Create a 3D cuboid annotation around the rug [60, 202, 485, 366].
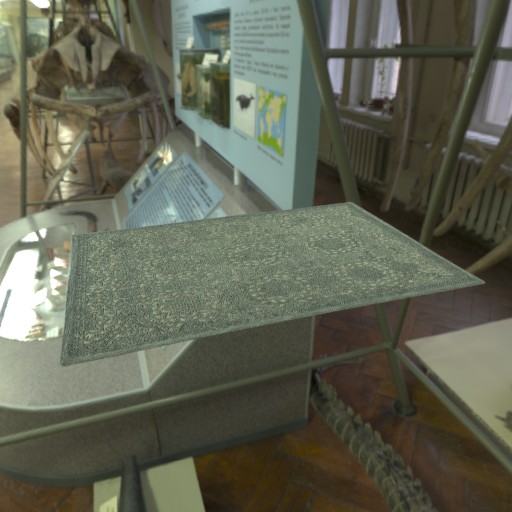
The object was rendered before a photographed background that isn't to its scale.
[{"bbox_3d":[0.000,0.000,2.298,1.830,0.016,1.224,-8,27,-17],"label":"rug"}]
